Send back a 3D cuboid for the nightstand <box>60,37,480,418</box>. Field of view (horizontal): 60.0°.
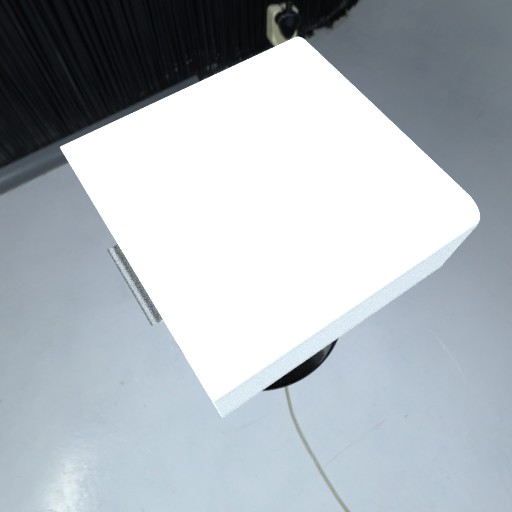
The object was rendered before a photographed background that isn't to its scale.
[{"bbox_3d":[0.000,0.000,0.756,0.404,0.447,0.399,-31,68,-14],"label":"nightstand"}]
